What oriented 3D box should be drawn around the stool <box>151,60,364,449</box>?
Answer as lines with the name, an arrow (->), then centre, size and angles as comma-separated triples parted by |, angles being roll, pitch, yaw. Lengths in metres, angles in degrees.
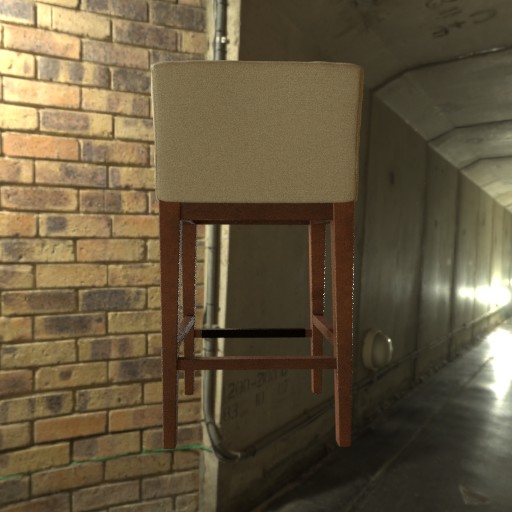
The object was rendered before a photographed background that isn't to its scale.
stool -> 0.000, 0.000, 1.274 | 0.511, 0.937, 0.500 | 0, 1, -2
